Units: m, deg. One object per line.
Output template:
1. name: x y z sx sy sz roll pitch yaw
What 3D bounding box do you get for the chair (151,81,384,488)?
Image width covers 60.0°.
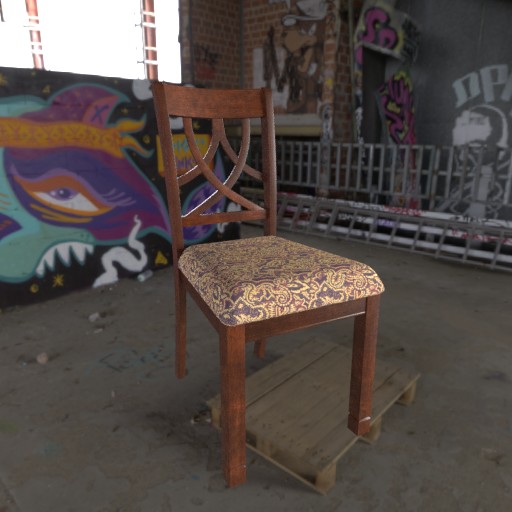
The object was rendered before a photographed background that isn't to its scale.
1. chair: 0.000 0.000 1.269 0.457 0.965 0.584 -8 18 -27
